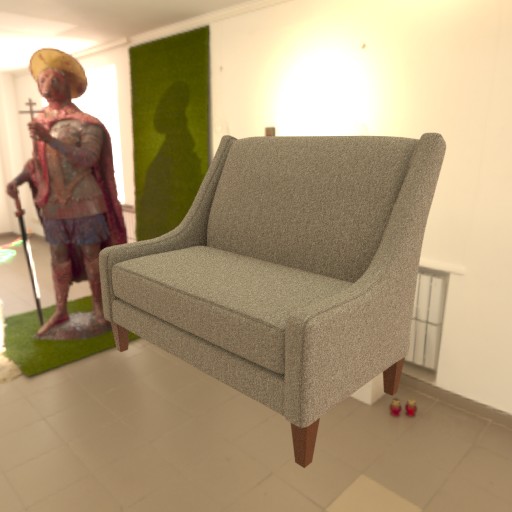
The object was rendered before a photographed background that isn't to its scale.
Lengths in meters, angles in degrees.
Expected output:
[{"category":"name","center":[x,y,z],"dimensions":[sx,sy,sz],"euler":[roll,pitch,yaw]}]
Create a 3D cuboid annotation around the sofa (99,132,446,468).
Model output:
[{"category":"sofa","center":[0.000,0.000,1.922],"dimensions":[1.242,1.026,0.862],"euler":[14,20,42]}]
